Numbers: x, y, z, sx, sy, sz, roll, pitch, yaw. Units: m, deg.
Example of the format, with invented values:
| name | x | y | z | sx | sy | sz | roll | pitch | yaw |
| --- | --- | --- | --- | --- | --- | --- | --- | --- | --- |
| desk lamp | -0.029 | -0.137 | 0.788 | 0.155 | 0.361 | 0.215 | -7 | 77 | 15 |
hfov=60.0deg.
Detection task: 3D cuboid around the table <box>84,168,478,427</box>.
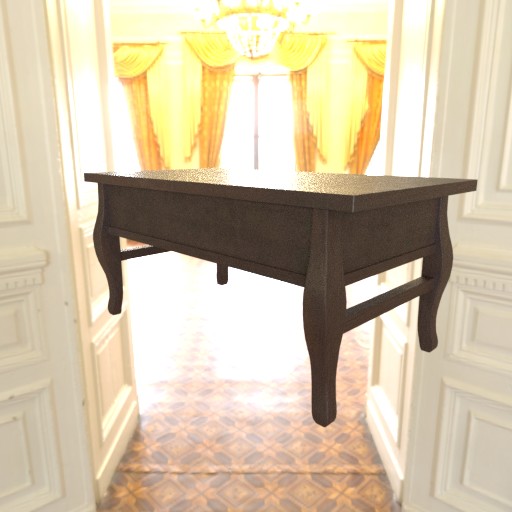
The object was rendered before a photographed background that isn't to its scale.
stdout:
| name | x | y | z | sx | sy | sz | roll | pitch | yaw |
| --- | --- | --- | --- | --- | --- | --- | --- | --- | --- |
| table | 0.000 | 0.000 | 1.384 | 0.600 | 0.494 | 1.062 | -13 | 19 | -43 |
